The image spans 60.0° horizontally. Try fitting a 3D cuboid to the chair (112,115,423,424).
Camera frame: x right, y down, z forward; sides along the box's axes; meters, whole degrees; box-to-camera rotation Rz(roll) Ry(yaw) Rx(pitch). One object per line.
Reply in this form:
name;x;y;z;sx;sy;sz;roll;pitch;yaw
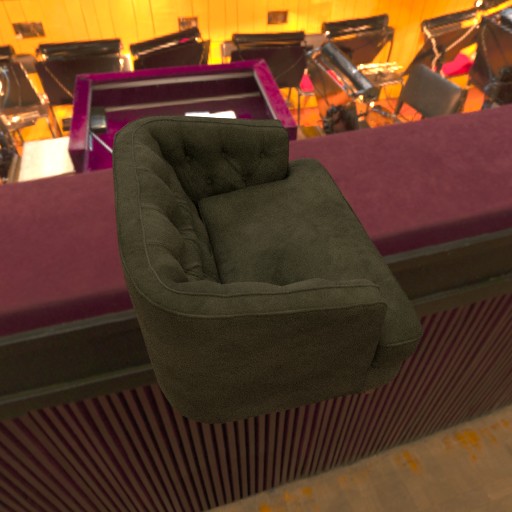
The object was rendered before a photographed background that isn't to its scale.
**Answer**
chair;0.000;0.000;1.782;0.941;0.852;1.104;-11;47;-10
